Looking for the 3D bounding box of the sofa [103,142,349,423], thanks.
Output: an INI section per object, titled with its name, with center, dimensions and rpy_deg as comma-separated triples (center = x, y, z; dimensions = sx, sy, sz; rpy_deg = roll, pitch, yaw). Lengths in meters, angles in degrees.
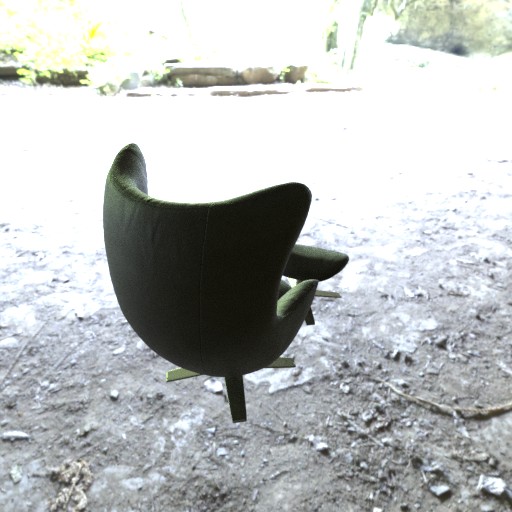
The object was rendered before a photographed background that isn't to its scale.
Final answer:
[sofa]
center = 0.000, 0.000, 2.171
dimensions = 0.894, 1.135, 1.444
rpy_deg = 20, 35, 31
